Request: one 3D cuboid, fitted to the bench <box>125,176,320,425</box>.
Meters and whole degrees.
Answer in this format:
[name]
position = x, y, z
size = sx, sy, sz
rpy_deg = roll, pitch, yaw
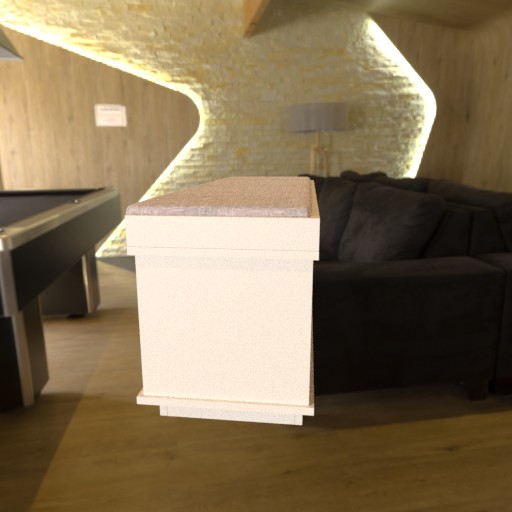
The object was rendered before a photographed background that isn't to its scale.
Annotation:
[bench]
position = 0.000, 0.000, 1.408
size = 0.363, 0.453, 1.196
rpy_deg = 1, 13, 7
